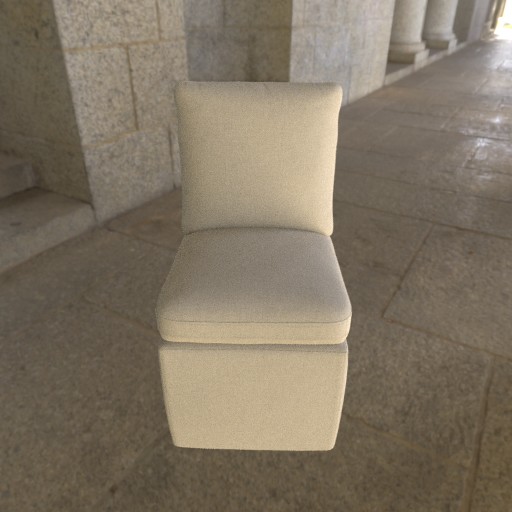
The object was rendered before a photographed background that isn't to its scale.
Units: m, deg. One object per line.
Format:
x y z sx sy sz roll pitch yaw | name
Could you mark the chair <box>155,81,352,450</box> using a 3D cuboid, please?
0.000 0.000 1.337 0.503 0.927 0.698 1 30 1 | chair
